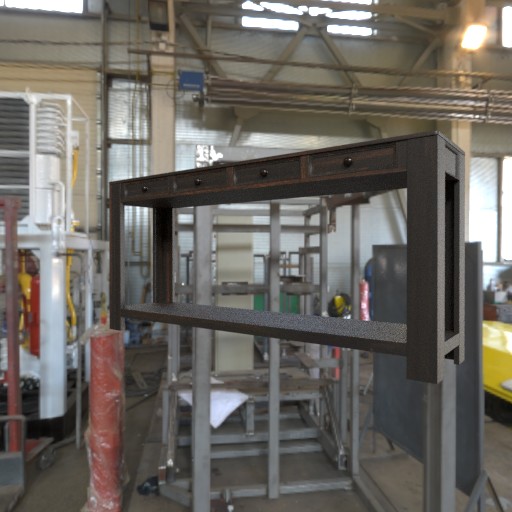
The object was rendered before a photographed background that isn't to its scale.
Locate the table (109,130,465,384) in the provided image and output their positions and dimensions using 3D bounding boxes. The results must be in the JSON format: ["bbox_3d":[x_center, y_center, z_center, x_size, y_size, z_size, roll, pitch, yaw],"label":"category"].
[{"bbox_3d":[0.000,0.000,1.959,1.631,0.762,0.384,0,0,37],"label":"table"}]
